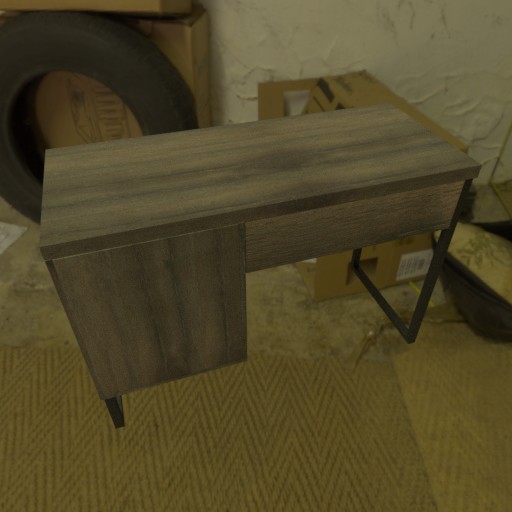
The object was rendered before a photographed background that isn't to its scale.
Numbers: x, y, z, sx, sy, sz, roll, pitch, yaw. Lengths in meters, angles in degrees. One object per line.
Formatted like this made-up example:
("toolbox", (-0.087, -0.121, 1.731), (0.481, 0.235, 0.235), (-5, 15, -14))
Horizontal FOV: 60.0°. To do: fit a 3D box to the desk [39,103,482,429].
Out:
("desk", (0.000, 0.000, 1.498), (1.134, 0.752, 0.511), (-12, 41, -14))
